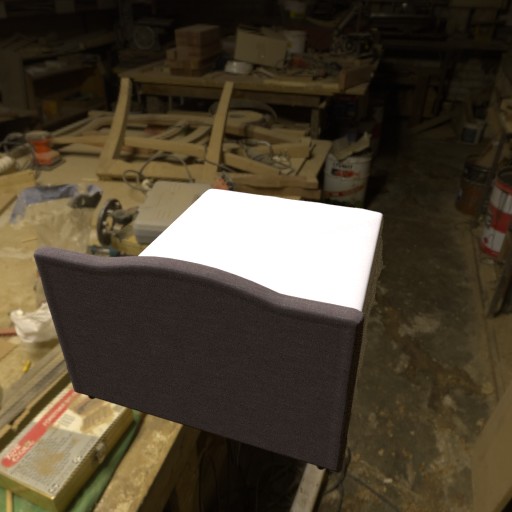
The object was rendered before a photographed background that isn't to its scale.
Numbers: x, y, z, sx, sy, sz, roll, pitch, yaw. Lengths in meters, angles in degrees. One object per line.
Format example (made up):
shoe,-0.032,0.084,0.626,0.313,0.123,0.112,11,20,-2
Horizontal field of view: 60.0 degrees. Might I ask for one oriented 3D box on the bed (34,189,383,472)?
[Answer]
bed,0.000,0.000,3.896,2.161,1.457,2.689,10,34,16
